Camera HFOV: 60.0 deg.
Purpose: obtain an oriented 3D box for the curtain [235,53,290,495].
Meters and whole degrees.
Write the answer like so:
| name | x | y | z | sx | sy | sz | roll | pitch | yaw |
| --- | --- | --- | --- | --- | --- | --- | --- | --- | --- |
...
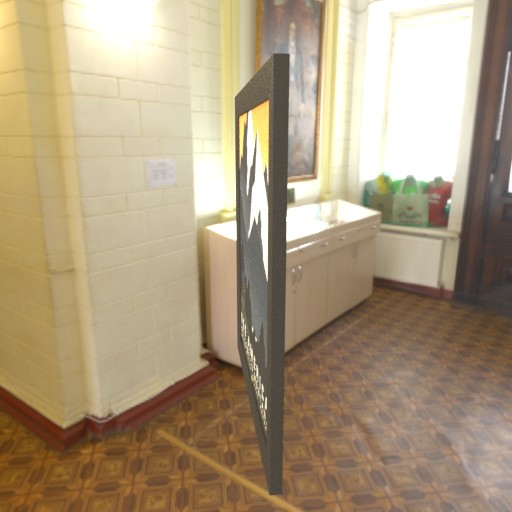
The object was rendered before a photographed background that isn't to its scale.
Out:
| name | x | y | z | sx | sy | sz | roll | pitch | yaw |
| --- | --- | --- | --- | --- | --- | --- | --- | --- | --- |
| curtain | 0.000 | 0.000 | 0.796 | 0.027 | 0.585 | 0.483 | -2 | 14 | -8 |
